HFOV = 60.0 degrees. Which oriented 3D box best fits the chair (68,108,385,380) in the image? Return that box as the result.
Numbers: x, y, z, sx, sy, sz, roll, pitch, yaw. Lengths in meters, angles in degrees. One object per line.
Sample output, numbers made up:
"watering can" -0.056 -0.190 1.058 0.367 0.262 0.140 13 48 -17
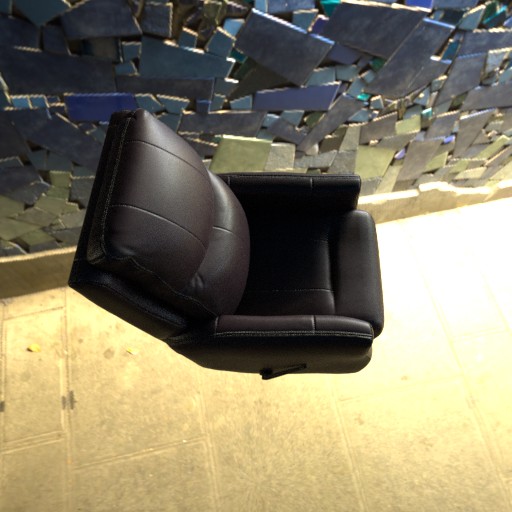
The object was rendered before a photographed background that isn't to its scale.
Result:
"chair" 0.000 0.000 1.788 1.080 1.030 0.829 2 63 1
